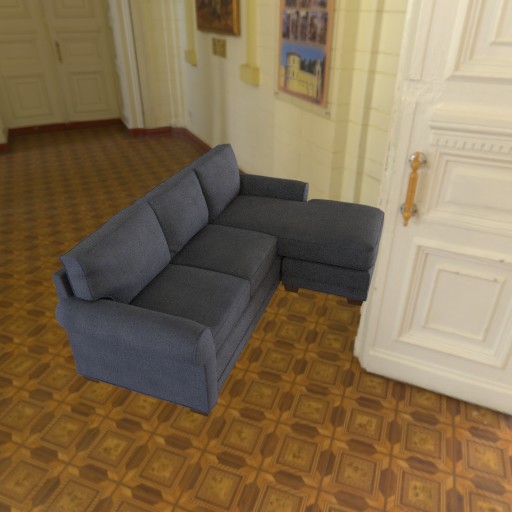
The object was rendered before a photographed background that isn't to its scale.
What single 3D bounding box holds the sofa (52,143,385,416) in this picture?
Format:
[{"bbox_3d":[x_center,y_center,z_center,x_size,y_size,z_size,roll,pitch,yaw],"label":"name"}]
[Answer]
[{"bbox_3d":[0.000,0.000,3.508,1.780,1.063,2.567,10,33,17],"label":"sofa"}]
